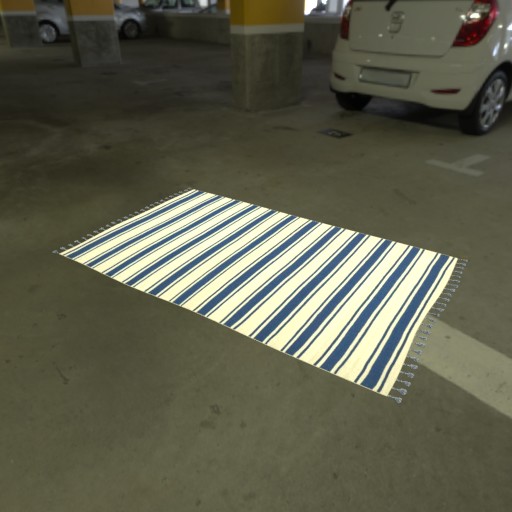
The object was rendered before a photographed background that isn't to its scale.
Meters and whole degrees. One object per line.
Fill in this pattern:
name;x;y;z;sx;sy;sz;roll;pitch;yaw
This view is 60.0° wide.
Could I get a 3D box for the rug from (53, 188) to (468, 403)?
rug;0.000;0.000;2.580;2.108;0.009;1.248;18;34;28
